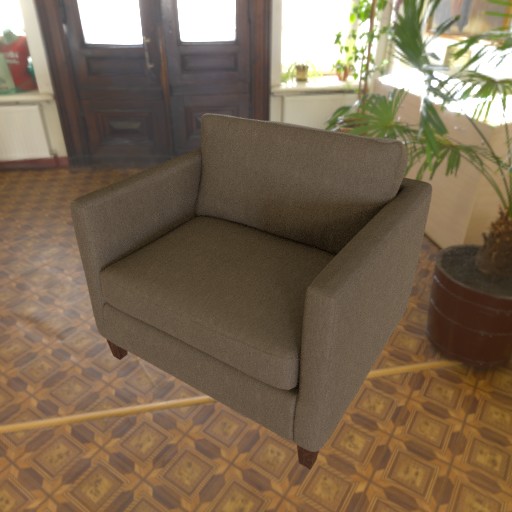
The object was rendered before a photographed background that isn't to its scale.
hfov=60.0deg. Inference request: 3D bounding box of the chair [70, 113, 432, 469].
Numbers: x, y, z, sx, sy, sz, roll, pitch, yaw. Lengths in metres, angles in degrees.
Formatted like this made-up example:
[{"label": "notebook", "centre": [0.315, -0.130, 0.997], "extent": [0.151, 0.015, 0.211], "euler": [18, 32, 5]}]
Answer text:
[{"label": "chair", "centre": [0.000, 0.000, 1.818], "extent": [1.107, 0.963, 0.959], "euler": [19, 36, 28]}]
